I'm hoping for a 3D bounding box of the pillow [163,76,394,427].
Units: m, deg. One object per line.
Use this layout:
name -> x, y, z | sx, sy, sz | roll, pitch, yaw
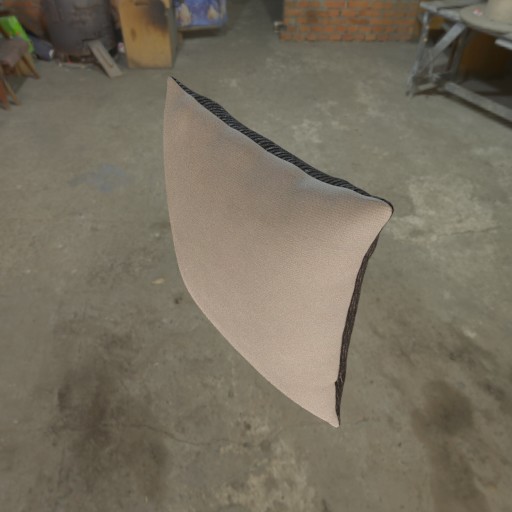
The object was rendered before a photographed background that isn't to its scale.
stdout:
pillow -> 0.000, 0.000, 0.691 | 0.196, 0.434, 0.433 | -27, 49, -27
